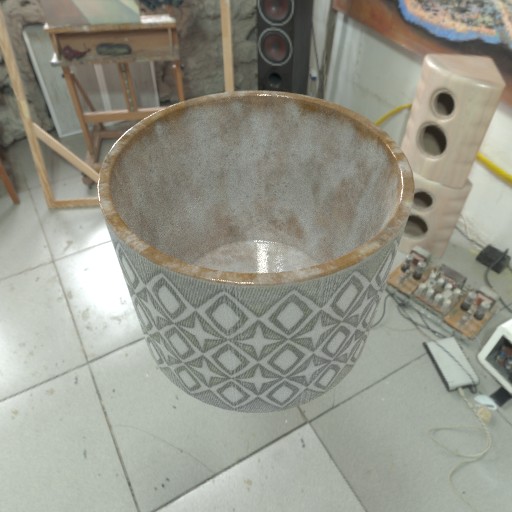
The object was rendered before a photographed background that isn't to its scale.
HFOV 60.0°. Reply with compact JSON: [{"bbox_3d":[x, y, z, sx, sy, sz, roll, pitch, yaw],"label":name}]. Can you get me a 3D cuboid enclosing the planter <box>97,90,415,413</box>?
[{"bbox_3d":[0.000,0.000,0.446,0.255,0.223,0.255,0,47,0],"label":"planter"}]
